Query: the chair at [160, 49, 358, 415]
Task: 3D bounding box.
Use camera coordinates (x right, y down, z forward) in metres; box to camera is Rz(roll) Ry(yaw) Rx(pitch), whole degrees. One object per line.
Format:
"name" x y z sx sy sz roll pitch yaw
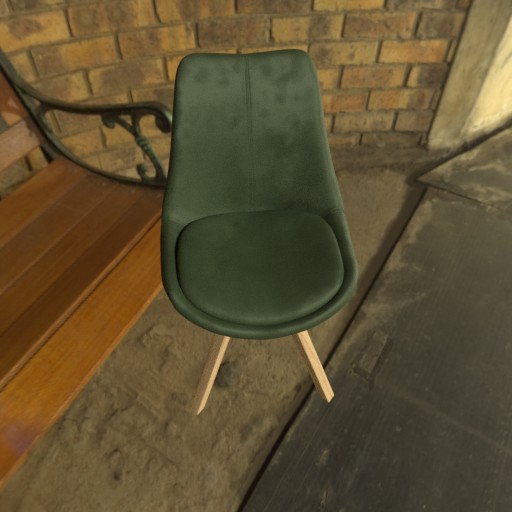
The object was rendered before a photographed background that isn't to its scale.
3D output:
"chair" 0.000 0.000 1.180 0.483 0.865 0.547 -4 47 -4
